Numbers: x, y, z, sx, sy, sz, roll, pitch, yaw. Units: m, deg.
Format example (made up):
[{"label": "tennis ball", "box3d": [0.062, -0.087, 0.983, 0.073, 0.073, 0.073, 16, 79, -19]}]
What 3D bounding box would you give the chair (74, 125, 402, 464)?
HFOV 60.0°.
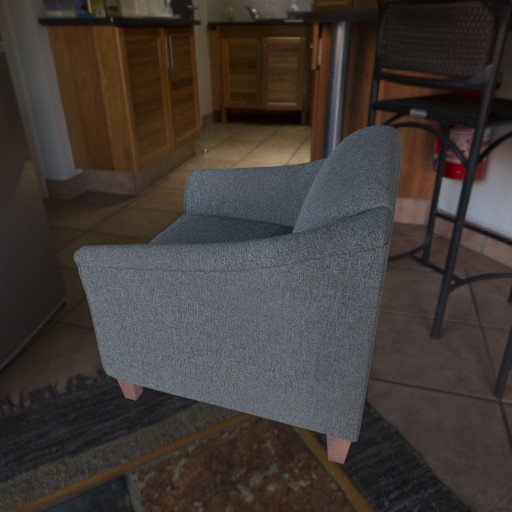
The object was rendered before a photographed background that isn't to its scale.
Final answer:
[{"label": "chair", "box3d": [0.000, 0.000, 1.413, 0.787, 0.839, 0.763, 9, 30, 15]}]
